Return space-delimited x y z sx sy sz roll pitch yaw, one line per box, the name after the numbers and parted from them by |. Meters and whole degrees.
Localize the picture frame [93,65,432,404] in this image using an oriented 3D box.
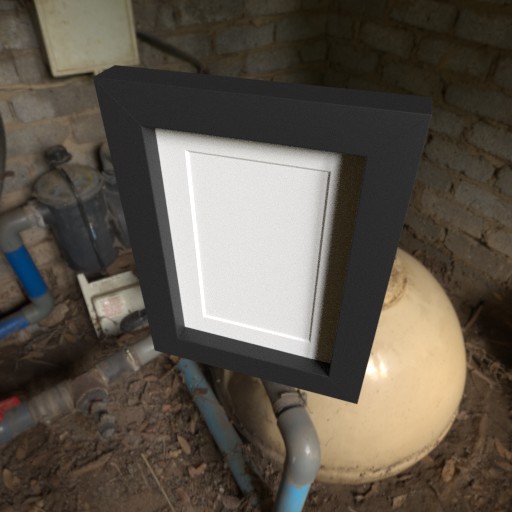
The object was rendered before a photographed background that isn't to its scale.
0.000 0.000 0.273 0.157 0.208 0.028 11 41 13 | picture frame
